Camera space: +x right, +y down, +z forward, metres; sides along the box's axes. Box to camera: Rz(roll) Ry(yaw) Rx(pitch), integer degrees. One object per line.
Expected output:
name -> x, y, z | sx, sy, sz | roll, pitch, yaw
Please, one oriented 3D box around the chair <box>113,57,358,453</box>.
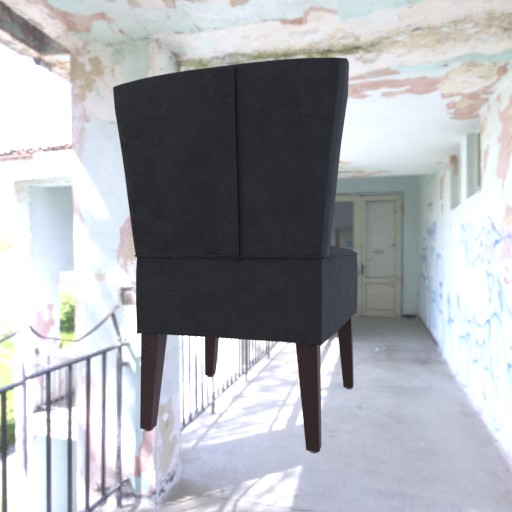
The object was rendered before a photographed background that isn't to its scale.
chair -> 0.000, 0.000, 1.179 | 0.521, 0.806, 0.554 | 0, 1, 17
